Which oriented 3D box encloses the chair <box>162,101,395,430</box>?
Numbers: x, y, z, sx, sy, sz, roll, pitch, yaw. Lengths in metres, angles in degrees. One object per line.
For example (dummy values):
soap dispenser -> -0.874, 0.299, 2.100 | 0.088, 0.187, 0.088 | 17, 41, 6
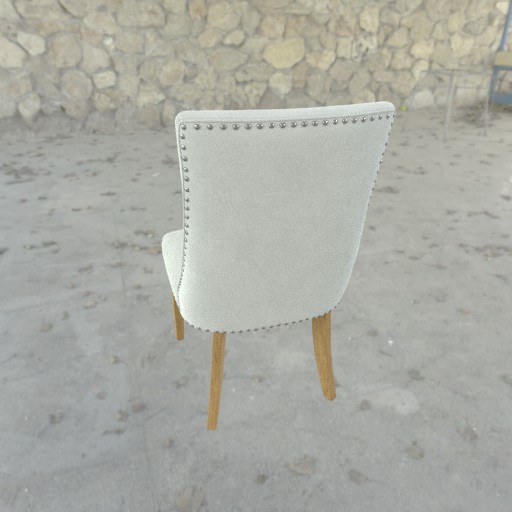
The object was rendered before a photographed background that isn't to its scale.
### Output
chair -> 0.000, 0.000, 1.293 | 0.495, 0.902, 0.610 | -8, 28, -16
